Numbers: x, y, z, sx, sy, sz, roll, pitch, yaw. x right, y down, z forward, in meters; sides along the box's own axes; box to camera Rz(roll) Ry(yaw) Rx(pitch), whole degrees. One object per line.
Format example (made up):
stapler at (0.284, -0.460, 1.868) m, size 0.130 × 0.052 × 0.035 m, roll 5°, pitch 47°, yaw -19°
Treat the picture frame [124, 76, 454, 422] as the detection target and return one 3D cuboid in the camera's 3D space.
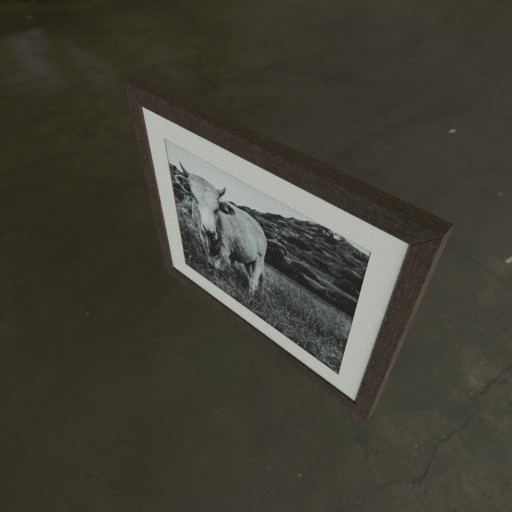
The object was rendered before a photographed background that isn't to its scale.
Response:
picture frame at (0.000, 0.000, 0.758) m, size 0.546 × 0.455 × 0.026 m, roll 33°, pitch 54°, yaw 28°
